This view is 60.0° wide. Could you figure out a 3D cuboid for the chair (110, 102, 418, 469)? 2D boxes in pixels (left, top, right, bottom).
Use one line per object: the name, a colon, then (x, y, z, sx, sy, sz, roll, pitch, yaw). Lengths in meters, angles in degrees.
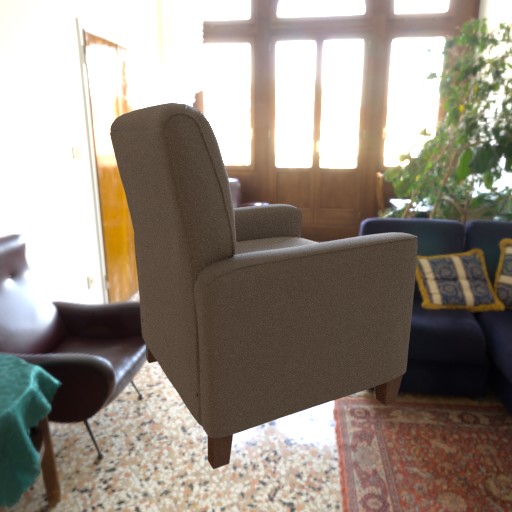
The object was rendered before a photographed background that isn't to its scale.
chair: (0.000, 0.000, 1.628, 0.859, 1.023, 0.845, -8, 17, -27)
